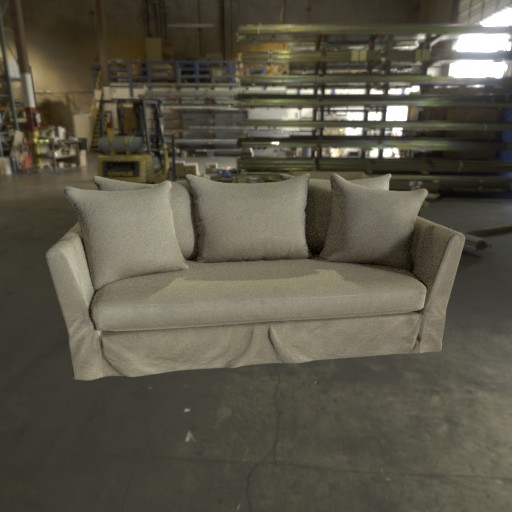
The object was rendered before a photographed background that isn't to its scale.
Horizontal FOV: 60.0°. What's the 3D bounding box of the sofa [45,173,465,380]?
[{"bbox_3d":[0.000,0.000,2.897,2.290,1.034,1.031,-3,17,-8],"label":"sofa"}]
